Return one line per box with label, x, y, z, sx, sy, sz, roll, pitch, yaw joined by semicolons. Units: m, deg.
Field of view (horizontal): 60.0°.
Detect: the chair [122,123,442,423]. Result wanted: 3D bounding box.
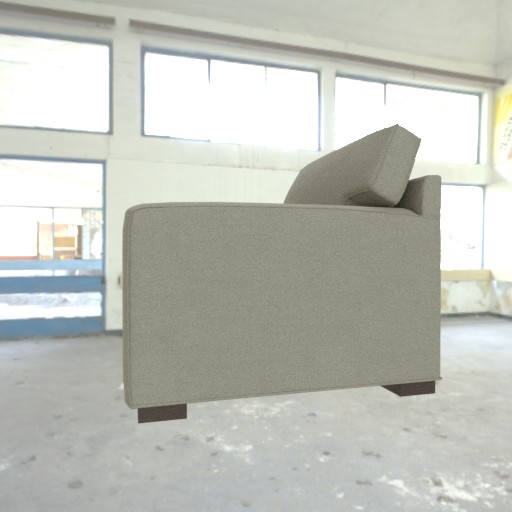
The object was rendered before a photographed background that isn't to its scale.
chair;0.000;0.000;1.837;1.044;0.934;0.999;0;1;-15
